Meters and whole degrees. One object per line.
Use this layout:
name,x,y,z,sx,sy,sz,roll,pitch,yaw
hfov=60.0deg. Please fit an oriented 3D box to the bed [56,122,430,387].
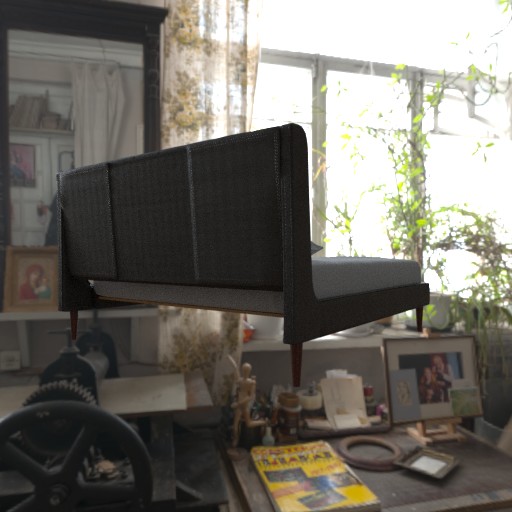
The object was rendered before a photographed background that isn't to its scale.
bed,0.000,0.000,3.243,1.903,1.158,2.031,0,0,37
